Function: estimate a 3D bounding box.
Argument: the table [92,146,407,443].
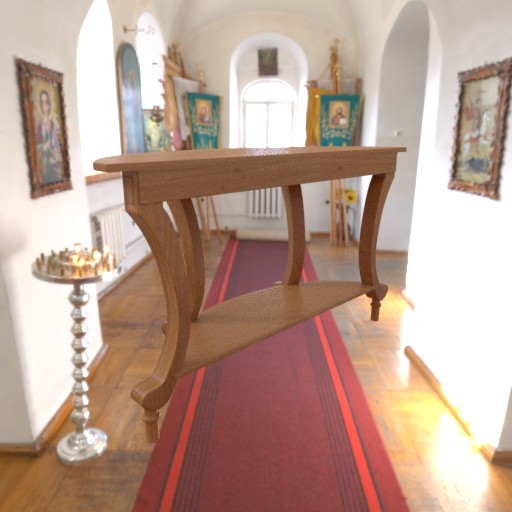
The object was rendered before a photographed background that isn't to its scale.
[{"bbox_3d":[0.000,0.000,1.495,1.198,0.692,0.394,-15,22,-42],"label":"table"}]
